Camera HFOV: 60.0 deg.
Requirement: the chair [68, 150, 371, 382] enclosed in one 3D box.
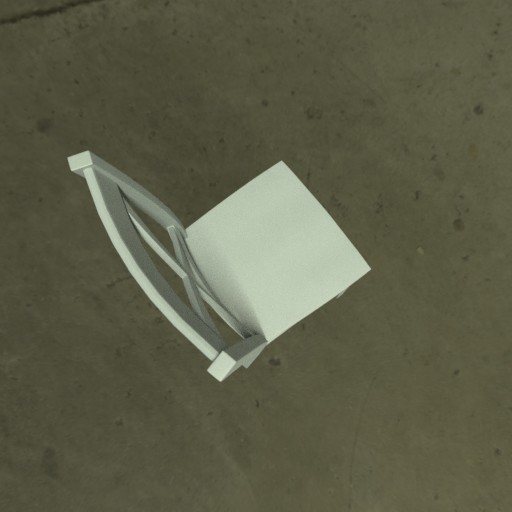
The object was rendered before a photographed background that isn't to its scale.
[{"bbox_3d":[0.000,0.000,1.264,0.542,0.983,0.485,-35,77,-9],"label":"chair"}]
